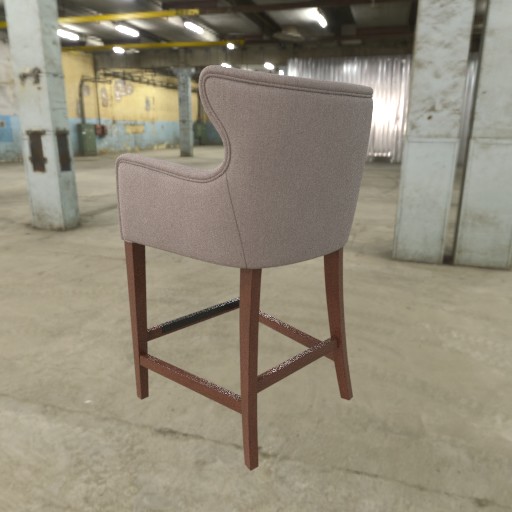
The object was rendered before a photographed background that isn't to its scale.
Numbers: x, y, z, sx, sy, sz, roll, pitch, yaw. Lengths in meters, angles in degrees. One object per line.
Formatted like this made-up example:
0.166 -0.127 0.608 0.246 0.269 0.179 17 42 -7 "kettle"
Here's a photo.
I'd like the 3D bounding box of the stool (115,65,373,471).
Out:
0.000 0.000 1.291 0.575 0.951 0.575 -15 21 -43 "stool"
